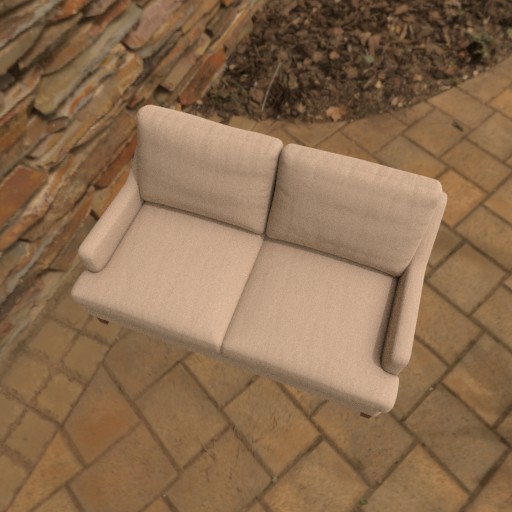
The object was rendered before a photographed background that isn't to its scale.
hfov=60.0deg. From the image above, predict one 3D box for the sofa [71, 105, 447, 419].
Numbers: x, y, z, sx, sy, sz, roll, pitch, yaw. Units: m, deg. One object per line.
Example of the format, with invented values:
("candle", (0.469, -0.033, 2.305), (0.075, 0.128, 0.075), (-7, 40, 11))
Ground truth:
("sofa", (0.000, 0.000, 2.221), (1.619, 0.910, 1.004), (17, 61, 10))
